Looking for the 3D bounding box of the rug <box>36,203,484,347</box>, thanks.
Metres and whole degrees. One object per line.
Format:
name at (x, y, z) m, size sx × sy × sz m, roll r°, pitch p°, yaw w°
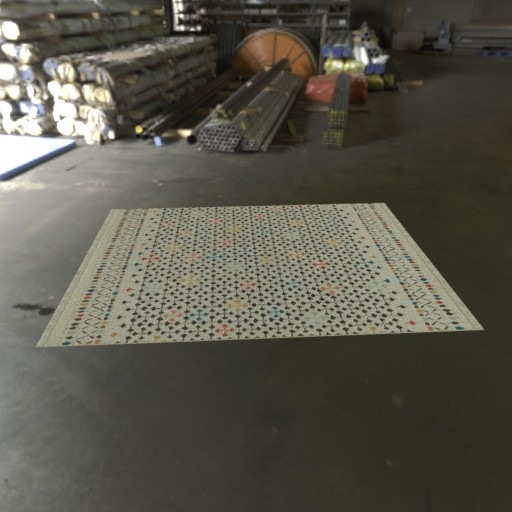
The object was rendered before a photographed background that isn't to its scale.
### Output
rug at (0.000, 0.000, 4.169) m, size 3.196 × 0.007 × 2.354 m, roll -2°, pitch 30°, yaw -3°
